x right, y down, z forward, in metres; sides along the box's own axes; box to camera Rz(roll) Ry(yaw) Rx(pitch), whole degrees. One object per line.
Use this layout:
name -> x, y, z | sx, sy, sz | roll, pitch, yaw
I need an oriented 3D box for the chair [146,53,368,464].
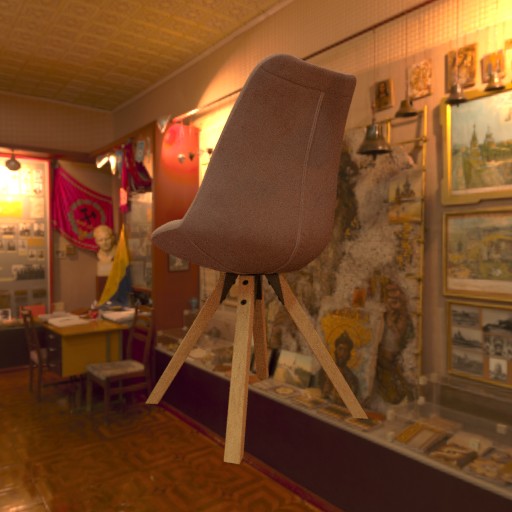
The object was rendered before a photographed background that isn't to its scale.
chair -> 0.000, 0.000, 1.187 | 0.485, 0.850, 0.550 | -1, 2, -36
